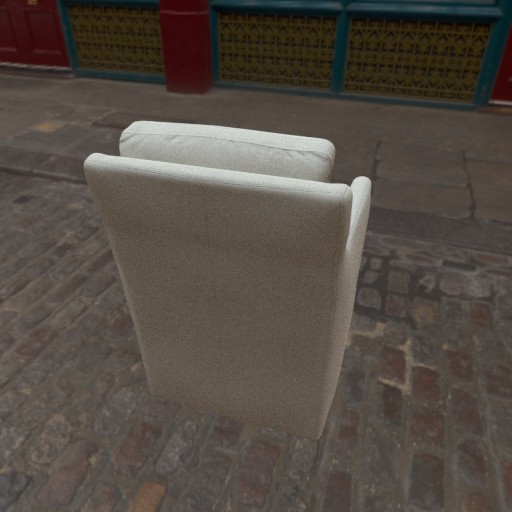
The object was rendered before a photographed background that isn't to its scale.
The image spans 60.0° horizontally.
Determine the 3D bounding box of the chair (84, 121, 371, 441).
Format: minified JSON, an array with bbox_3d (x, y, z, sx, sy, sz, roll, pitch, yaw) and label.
[{"bbox_3d":[0.000,0.000,1.379,0.626,0.914,0.694,10,34,15],"label":"chair"}]
